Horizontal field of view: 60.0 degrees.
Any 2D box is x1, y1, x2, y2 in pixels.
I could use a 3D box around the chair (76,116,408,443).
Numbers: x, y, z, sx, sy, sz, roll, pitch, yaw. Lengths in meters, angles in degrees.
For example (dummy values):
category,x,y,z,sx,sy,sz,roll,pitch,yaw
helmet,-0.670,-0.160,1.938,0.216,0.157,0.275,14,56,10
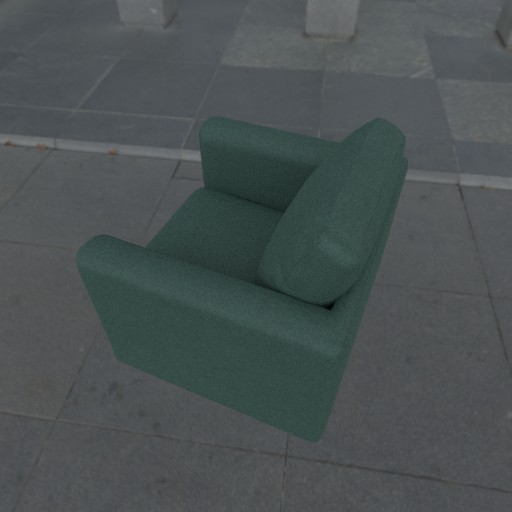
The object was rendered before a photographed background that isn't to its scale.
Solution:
category,x,y,z,sx,sy,sz,roll,pitch,yaw
chair,0.000,0.000,1.544,0.800,0.927,0.855,18,49,16
